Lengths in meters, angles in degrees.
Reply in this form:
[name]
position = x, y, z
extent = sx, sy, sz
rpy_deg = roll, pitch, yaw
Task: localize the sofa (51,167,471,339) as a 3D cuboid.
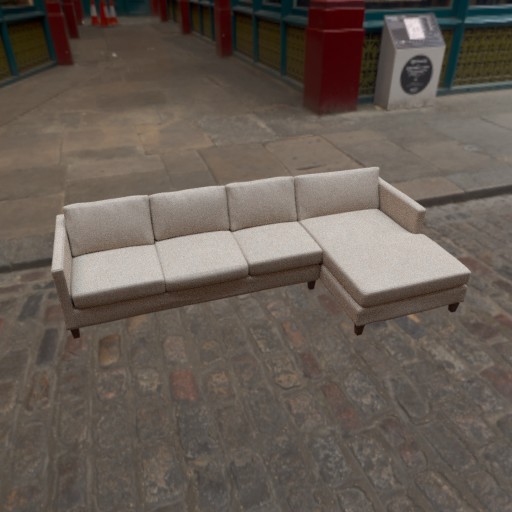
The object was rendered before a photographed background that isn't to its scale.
[sofa]
position = 0.000, 0.000, 3.800
extent = 3.186, 0.846, 1.625
rpy_deg = -10, 34, -16
